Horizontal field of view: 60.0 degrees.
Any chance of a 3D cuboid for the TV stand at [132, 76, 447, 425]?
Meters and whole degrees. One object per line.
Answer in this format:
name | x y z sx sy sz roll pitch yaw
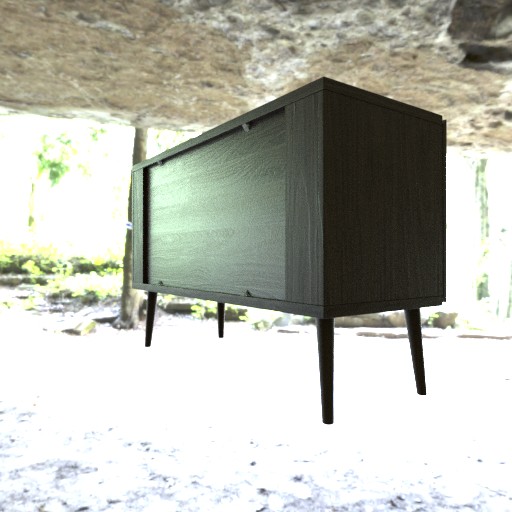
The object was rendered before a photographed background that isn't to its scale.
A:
TV stand | 0.000 0.000 1.336 0.405 0.660 0.990 0 0 -36
